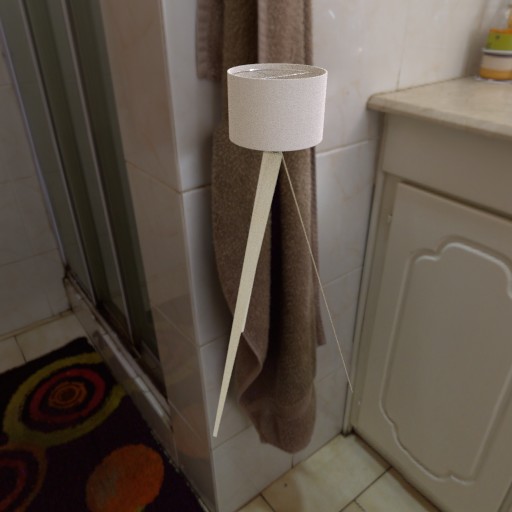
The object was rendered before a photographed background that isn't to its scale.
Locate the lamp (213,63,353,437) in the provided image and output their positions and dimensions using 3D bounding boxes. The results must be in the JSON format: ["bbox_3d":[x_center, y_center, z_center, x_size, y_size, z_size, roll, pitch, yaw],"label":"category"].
[{"bbox_3d":[0.000,0.000,1.949,0.724,1.524,0.716,-20,37,-30],"label":"lamp"}]
